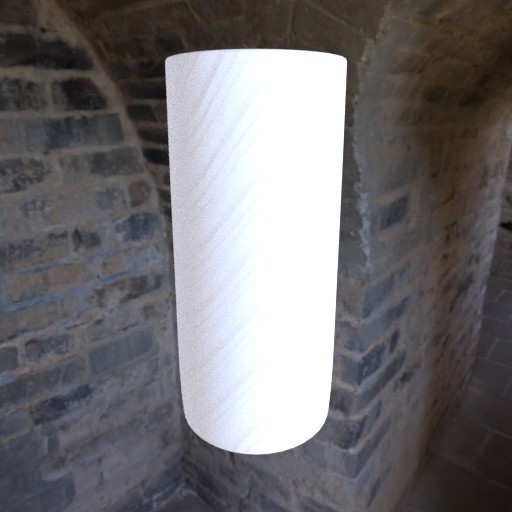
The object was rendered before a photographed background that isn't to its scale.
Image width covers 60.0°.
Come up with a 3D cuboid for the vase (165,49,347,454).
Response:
[{"bbox_3d":[0.000,0.000,0.390,0.143,0.316,0.143,0,18,0],"label":"vase"}]
